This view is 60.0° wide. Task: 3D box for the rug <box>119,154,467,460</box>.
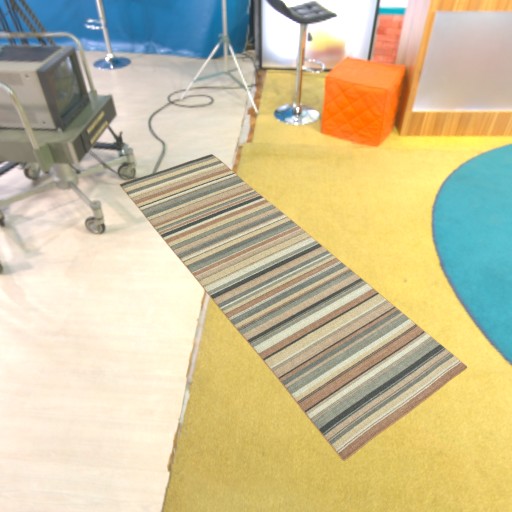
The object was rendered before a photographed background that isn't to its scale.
[{"bbox_3d":[0.000,0.000,2.701,0.799,0.010,2.444,-25,48,-25],"label":"rug"}]
